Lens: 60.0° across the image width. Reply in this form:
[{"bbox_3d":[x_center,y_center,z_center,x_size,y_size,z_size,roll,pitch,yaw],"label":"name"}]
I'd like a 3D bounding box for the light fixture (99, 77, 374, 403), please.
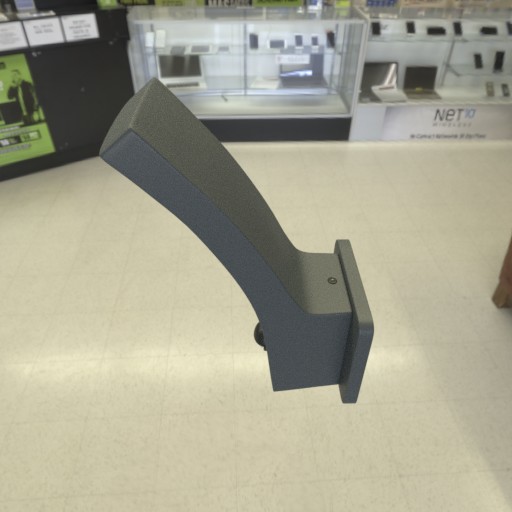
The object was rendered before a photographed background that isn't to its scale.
[{"bbox_3d":[0.000,0.000,0.335,0.174,0.243,0.108,-1,40,-1],"label":"light fixture"}]
